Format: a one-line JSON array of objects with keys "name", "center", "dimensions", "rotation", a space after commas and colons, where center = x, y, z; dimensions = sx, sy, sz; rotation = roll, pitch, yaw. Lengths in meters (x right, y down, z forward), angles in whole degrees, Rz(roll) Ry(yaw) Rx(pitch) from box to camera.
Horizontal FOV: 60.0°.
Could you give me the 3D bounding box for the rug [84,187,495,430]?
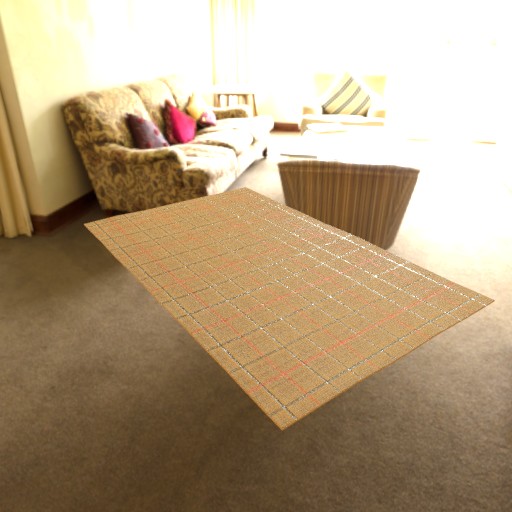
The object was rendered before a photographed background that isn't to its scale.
[{"name": "rug", "center": [0.000, 0.000, 2.951], "dimensions": [1.524, 0.015, 2.439], "rotation": [-18, 32, -31]}]
